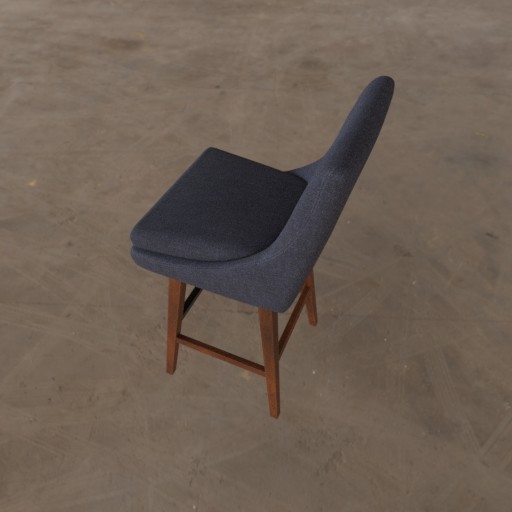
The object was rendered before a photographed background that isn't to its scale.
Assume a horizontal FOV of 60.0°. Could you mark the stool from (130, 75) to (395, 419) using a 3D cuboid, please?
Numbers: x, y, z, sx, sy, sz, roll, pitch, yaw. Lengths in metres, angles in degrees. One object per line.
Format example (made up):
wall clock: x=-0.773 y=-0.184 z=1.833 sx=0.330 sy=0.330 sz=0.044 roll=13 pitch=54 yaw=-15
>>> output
stool: x=0.000 y=0.000 z=1.378 sx=0.572 sy=1.068 sz=0.489 roll=17 pitch=49 yaw=16
